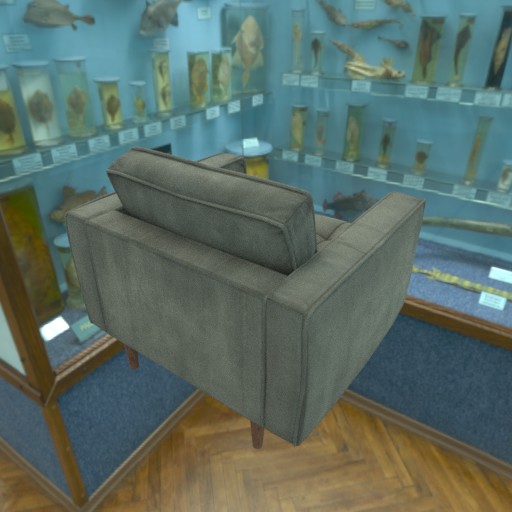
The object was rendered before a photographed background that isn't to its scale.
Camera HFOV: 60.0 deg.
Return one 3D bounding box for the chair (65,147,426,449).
[{"bbox_3d":[0.000,0.000,1.535,0.928,0.773,0.843,20,36,31],"label":"chair"}]
